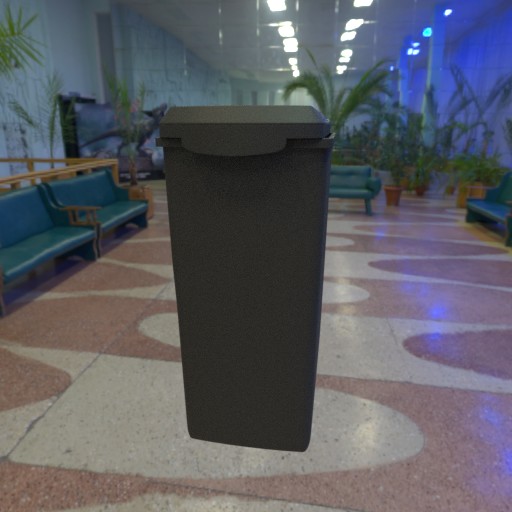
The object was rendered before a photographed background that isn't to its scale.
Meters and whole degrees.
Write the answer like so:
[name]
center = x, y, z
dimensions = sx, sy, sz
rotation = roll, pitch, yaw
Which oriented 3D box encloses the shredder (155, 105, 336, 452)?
[shredder]
center = 0.000, 0.000, 0.524
dimensions = 0.170, 0.335, 0.320
rotation = 3, 17, 10
